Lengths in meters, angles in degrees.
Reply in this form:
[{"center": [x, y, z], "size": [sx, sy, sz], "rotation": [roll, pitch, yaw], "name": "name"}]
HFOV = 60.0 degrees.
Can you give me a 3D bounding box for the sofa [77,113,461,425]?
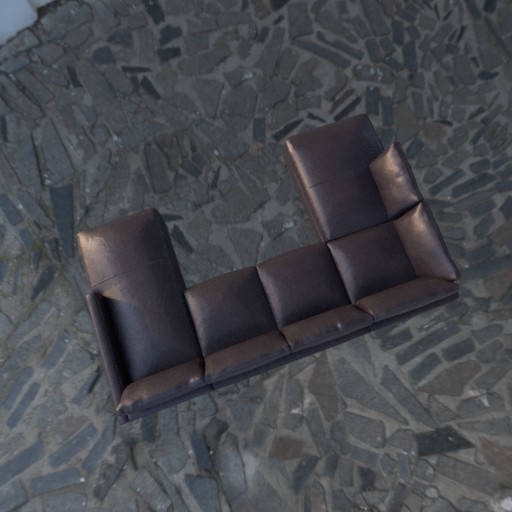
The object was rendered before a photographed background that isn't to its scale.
[{"center": [0.000, 0.000, 3.957], "size": [2.956, 0.900, 1.939], "rotation": [-19, 77, -5], "name": "sofa"}]
